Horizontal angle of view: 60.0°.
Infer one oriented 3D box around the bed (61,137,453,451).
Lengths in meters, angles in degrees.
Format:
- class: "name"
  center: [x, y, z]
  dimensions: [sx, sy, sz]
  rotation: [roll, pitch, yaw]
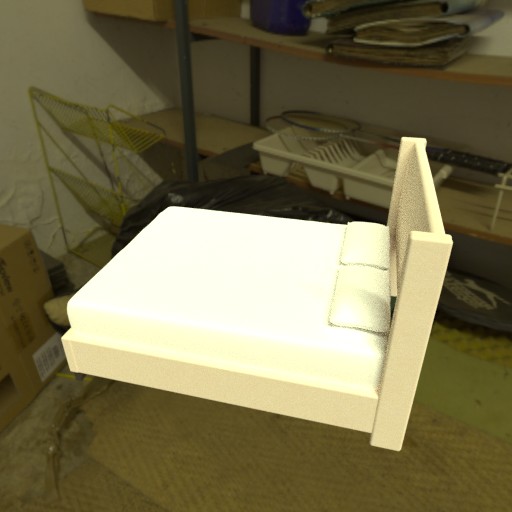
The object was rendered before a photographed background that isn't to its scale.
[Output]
- class: "bed"
  center: [0.000, 0.000, 3.343]
  dimensions: [2.293, 1.471, 1.778]
  rotation: [7, 31, 13]
